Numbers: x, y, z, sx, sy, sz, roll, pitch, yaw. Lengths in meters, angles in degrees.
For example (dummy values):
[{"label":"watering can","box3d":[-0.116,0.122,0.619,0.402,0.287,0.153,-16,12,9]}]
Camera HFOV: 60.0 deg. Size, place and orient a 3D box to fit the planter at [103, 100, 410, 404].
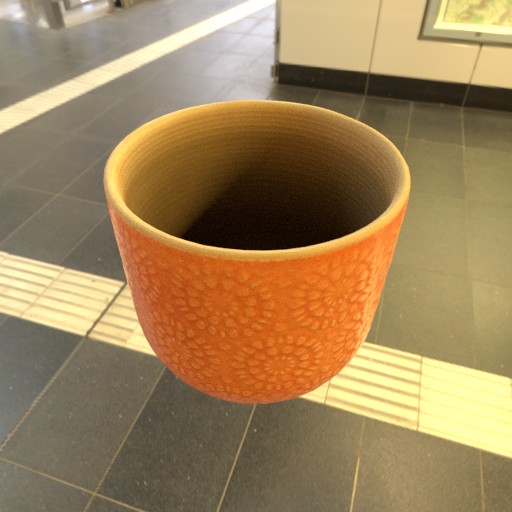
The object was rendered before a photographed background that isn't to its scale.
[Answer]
[{"label":"planter","box3d":[0.000,0.000,0.293,0.170,0.152,0.170,0,42,0]}]
